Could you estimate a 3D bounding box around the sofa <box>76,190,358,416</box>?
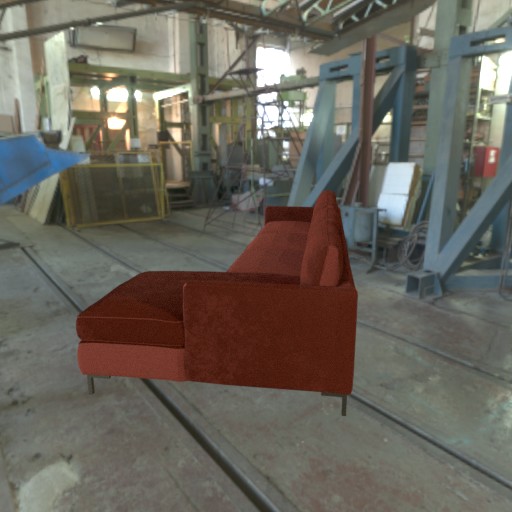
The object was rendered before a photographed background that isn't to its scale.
[{"bbox_3d":[0.000,0.000,3.428,1.350,0.810,2.932,2,14,9],"label":"sofa"}]
